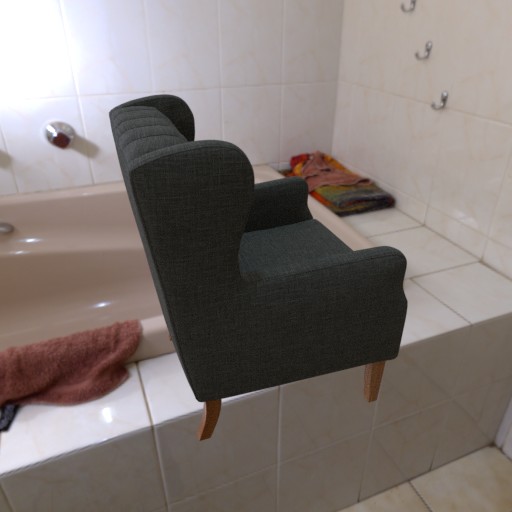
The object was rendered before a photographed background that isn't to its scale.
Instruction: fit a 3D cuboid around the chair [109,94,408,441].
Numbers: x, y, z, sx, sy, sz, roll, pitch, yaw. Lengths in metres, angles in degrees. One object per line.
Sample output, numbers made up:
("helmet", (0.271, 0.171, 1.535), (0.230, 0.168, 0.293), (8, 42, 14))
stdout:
("chair", (0.000, 0.000, 1.472), (0.775, 0.953, 0.711), (-10, 31, -17))
